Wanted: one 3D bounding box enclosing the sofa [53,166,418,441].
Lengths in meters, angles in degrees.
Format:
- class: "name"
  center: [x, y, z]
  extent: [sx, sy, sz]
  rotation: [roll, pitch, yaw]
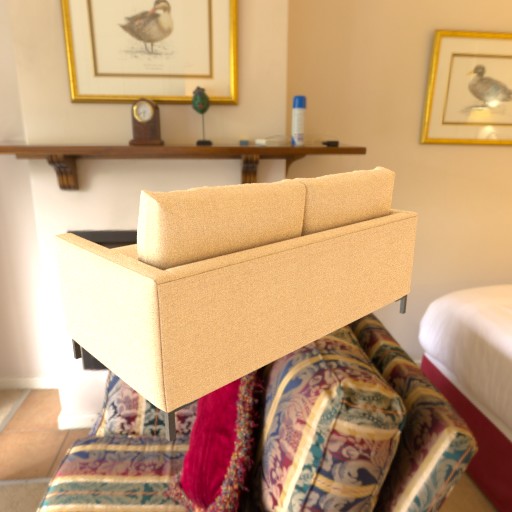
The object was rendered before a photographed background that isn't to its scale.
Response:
- class: "sofa"
  center: [0.000, 0.000, 2.170]
  extent: [1.651, 0.812, 0.839]
  rotation: [-15, 21, -42]
